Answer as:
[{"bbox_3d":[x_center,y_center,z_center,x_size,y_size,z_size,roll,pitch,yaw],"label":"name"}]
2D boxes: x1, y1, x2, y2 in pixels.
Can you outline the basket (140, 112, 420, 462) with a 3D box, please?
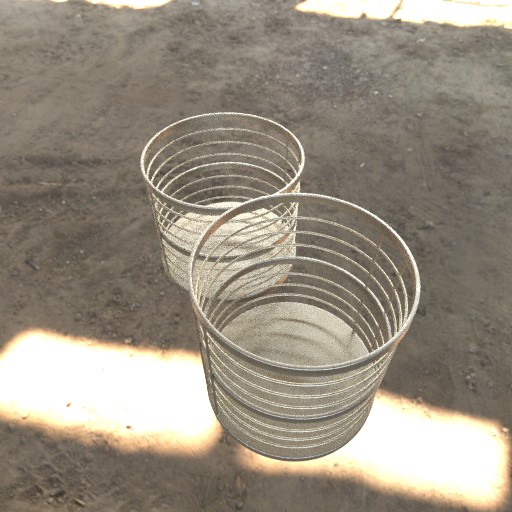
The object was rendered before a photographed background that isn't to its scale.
[{"bbox_3d":[0.000,0.000,0.938,0.356,0.351,0.746,-16,49,-14],"label":"basket"}]
